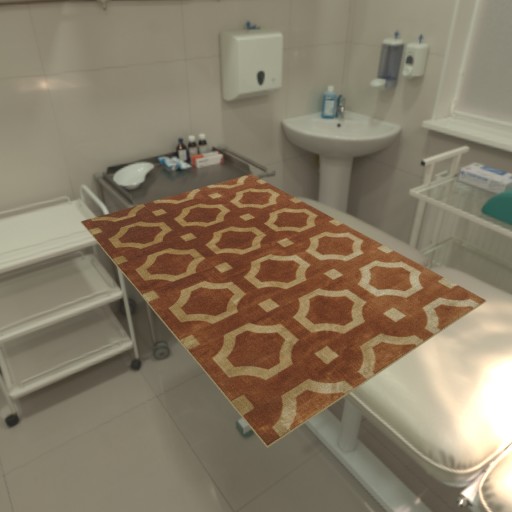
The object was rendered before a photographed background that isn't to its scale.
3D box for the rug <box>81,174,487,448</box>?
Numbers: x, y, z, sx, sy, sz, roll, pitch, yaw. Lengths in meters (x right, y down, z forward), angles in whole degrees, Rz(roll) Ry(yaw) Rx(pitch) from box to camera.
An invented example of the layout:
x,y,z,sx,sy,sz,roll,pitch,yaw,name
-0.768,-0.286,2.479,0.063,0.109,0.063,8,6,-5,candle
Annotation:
x,y,z,sx,sy,sz,roll,pitch,yaw,name
0.000,0.000,2.888,1.555,0.016,2.286,-21,38,-30,rug
